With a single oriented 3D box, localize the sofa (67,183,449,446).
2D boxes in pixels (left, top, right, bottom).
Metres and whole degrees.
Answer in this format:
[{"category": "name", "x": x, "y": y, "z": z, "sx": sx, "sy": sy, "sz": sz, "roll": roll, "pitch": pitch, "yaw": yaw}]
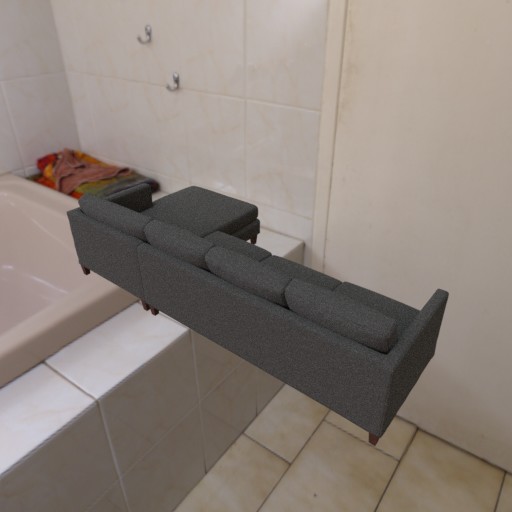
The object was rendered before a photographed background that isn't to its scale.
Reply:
[{"category": "sofa", "x": 0.000, "y": 0.000, "z": 3.880, "sx": 3.186, "sy": 0.846, "sz": 1.625, "roll": 22, "pitch": 38, "yaw": 32}]
